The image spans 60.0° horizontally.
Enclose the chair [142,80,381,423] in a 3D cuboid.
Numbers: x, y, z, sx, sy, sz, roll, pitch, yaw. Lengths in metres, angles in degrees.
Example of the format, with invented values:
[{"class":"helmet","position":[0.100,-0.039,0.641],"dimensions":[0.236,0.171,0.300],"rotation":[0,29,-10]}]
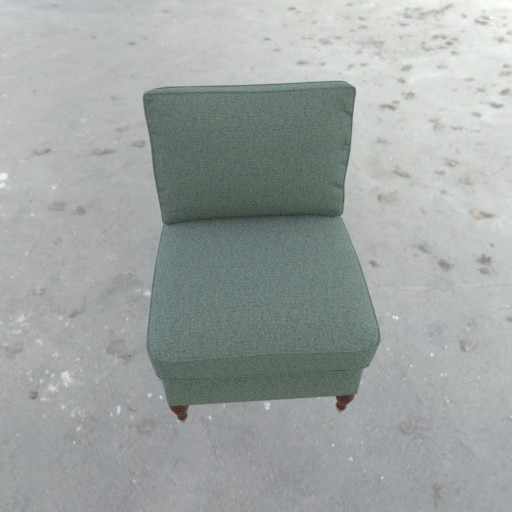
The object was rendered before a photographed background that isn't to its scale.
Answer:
[{"class":"chair","position":[0.000,0.000,1.410],"dimensions":[0.624,0.901,0.796],"rotation":[-3,45,-3]}]
